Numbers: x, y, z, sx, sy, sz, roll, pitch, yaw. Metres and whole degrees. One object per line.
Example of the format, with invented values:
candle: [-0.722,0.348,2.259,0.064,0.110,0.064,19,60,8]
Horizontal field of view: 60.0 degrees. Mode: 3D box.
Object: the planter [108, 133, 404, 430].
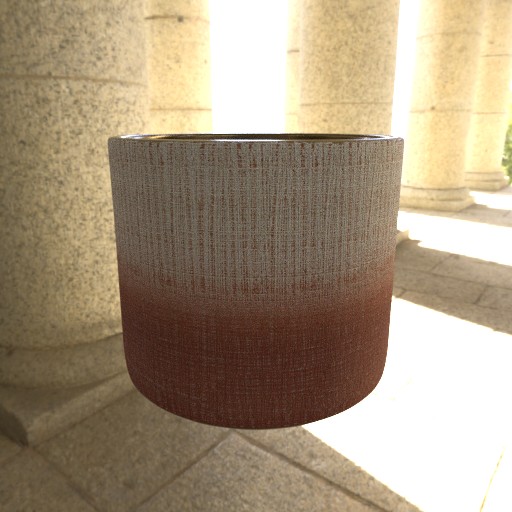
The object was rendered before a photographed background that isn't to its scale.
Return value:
planter: [0.000,0.000,0.421,0.254,0.221,0.254,0,17,0]
